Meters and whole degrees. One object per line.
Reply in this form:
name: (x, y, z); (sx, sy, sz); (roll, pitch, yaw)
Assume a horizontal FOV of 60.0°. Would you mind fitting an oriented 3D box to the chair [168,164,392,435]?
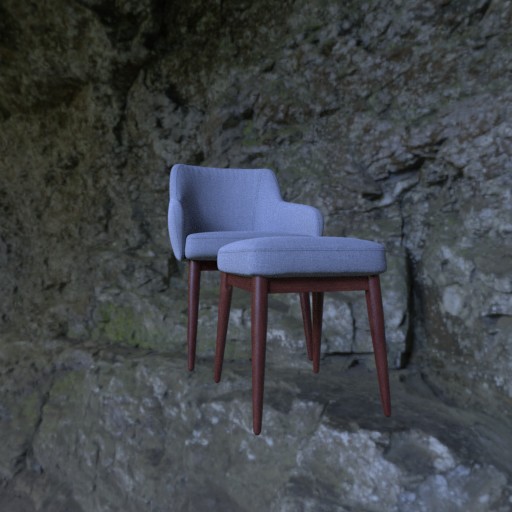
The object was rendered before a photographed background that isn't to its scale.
chair: (0.000, 0.000, 1.580); (0.584, 0.799, 1.107); (0, 1, -18)
